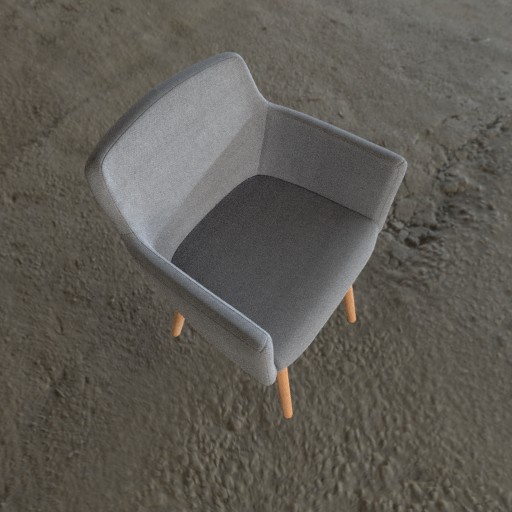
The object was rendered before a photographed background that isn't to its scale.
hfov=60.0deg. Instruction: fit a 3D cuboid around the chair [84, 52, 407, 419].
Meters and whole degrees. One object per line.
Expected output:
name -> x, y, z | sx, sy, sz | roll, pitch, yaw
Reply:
chair -> 0.000, 0.000, 1.140 | 0.540, 0.780, 0.570 | 31, 63, 18
